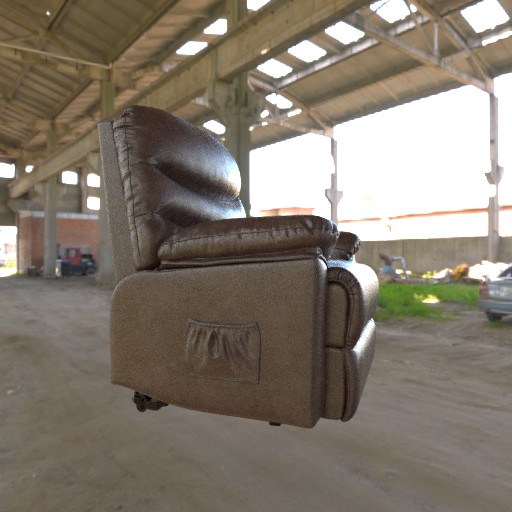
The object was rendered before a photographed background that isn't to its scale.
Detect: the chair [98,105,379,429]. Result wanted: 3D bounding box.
[{"bbox_3d":[0.000,0.000,1.704,0.879,1.041,0.940,0,-1,18],"label":"chair"}]
